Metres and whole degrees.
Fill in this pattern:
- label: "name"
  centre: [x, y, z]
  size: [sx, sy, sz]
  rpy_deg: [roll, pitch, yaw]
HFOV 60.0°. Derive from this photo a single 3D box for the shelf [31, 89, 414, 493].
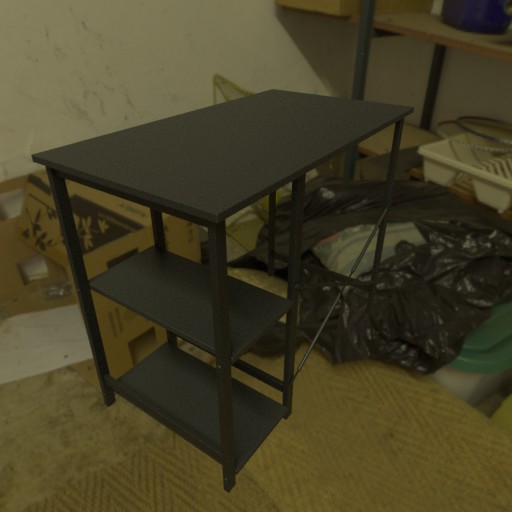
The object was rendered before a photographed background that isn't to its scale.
- label: "shelf"
  centre: [0.000, 0.000, 1.296]
  size: [0.498, 0.749, 0.902]
  rpy_deg: [20, 36, 30]
